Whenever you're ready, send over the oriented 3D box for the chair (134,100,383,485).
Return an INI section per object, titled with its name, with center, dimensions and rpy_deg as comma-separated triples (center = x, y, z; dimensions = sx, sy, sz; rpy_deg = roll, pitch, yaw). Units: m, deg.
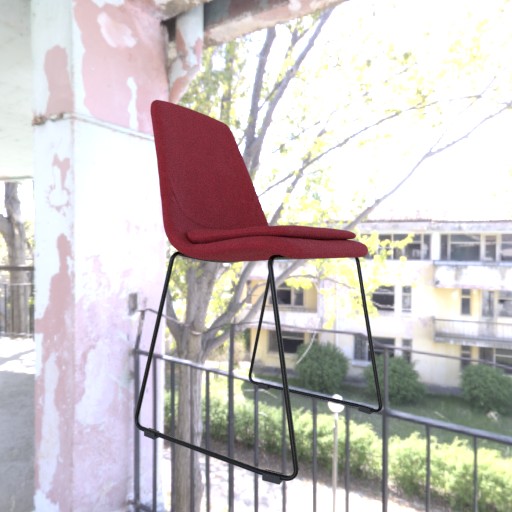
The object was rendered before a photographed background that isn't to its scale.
[chair]
center = 0.000, 0.000, 1.154
dimensions = 0.518, 0.858, 0.479
rpy_deg = 0, 1, 37
